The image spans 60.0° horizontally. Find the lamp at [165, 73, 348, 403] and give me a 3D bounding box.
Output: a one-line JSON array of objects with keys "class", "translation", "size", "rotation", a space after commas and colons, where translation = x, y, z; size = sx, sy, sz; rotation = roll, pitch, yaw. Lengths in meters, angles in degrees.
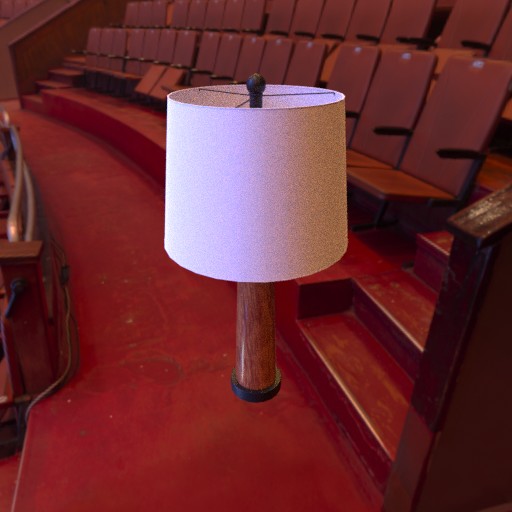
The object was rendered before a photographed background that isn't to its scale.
[{"class": "lamp", "translation": [0.000, 0.000, 0.874], "size": [0.349, 0.667, 0.349], "rotation": [0, 27, 0]}]
